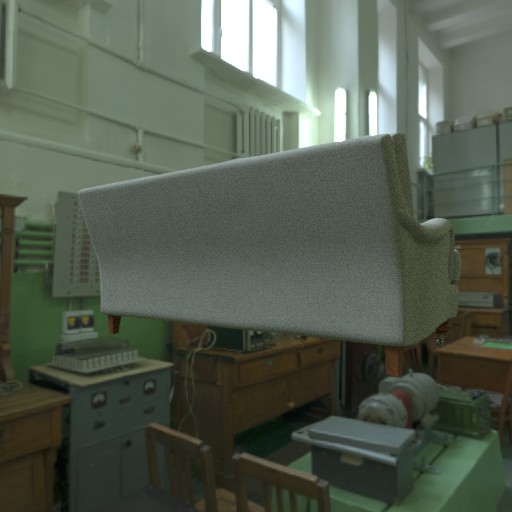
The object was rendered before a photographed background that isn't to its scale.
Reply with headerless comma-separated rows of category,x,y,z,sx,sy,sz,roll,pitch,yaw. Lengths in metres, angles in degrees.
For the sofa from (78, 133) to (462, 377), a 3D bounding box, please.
sofa,0.000,0.000,2.599,2.070,0.997,1.091,-1,-2,37
